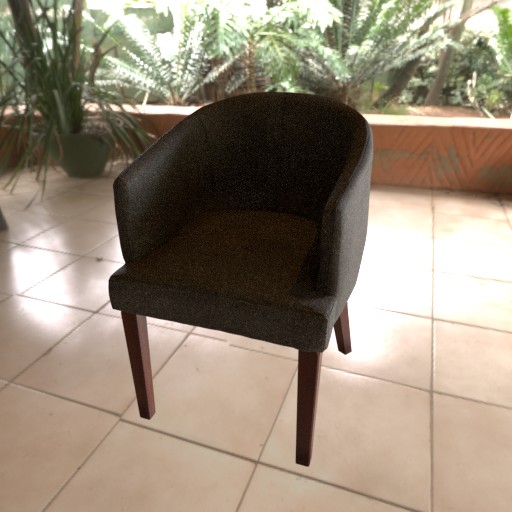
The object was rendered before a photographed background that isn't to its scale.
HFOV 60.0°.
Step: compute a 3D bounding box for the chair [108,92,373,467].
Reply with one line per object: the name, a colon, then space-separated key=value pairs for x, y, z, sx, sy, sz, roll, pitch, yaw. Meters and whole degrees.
chair: x=0.000 y=0.000 z=1.242 sx=0.583 sy=0.811 sz=0.655 roll=9 pitch=27 yaw=17
